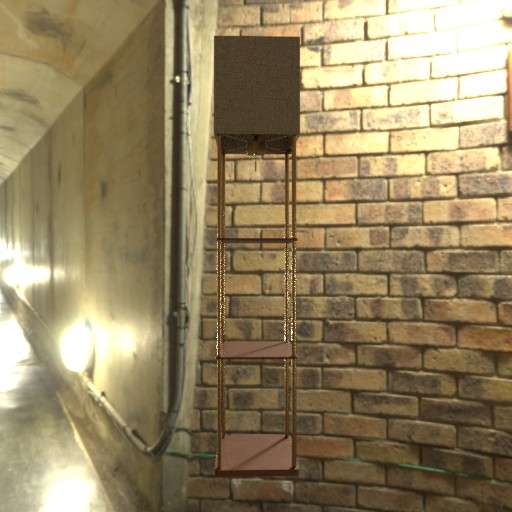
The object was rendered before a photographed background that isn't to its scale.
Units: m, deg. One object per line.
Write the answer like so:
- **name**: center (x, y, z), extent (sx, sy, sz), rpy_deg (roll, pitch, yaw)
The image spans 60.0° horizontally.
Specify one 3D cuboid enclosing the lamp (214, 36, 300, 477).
- **lamp**: center (0.000, 0.000, 1.733), extent (0.308, 1.569, 0.310), rpy_deg (0, 0, -1)
